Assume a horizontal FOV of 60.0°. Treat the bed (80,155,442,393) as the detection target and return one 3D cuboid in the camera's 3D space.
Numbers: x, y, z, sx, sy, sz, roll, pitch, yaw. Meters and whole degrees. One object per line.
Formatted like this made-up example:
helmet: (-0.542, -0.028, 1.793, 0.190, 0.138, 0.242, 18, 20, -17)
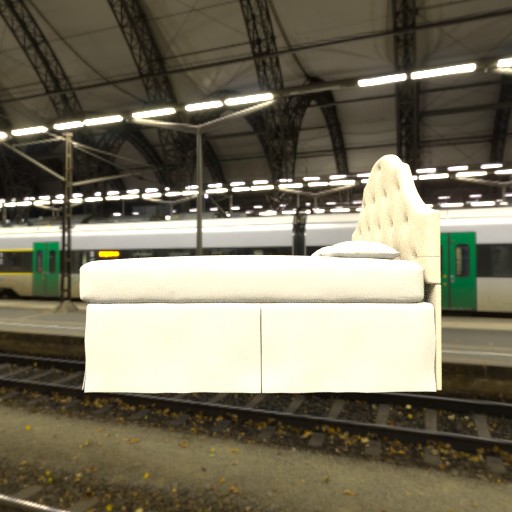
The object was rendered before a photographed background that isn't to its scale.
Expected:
bed: (0.000, 0.000, 3.470, 2.086, 1.555, 2.012, 0, -1, 0)
